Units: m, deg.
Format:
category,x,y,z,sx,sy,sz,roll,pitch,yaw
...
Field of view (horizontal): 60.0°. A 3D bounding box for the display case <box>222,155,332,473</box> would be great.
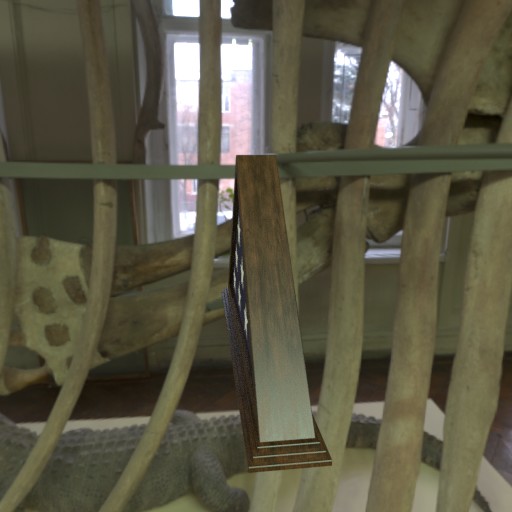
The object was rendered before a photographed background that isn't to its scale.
category,x,y,z,sx,sy,sz,roll,pitch,yaw
display case,0.000,0.000,0.765,0.095,0.340,0.640,-2,13,-7
